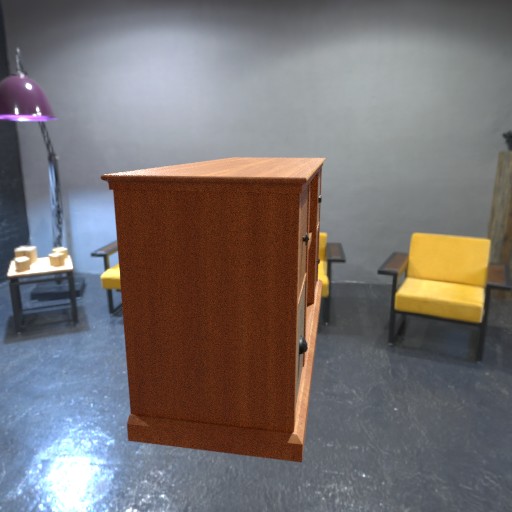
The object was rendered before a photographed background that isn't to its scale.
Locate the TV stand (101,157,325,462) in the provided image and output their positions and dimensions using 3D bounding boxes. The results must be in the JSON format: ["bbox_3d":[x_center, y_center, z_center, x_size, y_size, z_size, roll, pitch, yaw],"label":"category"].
[{"bbox_3d":[0.000,0.000,1.482,0.417,0.607,1.181,3,14,10],"label":"TV stand"}]
